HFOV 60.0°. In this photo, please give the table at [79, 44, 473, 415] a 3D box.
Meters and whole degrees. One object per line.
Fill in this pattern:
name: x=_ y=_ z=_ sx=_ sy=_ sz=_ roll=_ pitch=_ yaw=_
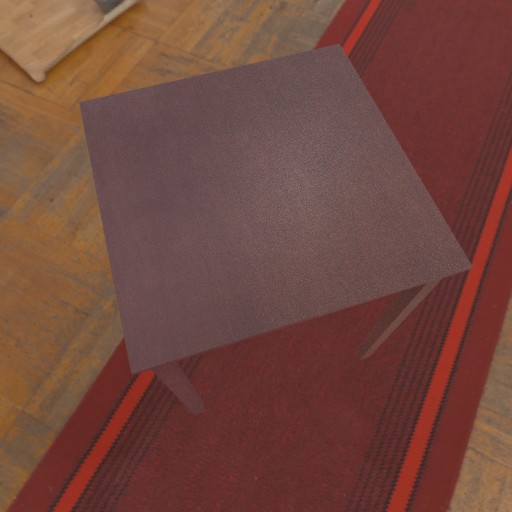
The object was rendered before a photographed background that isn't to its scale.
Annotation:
table: x=0.000 y=0.000 z=1.674 sx=0.861 sy=0.991 sz=0.861 roll=-16 pitch=64 yaw=-8
